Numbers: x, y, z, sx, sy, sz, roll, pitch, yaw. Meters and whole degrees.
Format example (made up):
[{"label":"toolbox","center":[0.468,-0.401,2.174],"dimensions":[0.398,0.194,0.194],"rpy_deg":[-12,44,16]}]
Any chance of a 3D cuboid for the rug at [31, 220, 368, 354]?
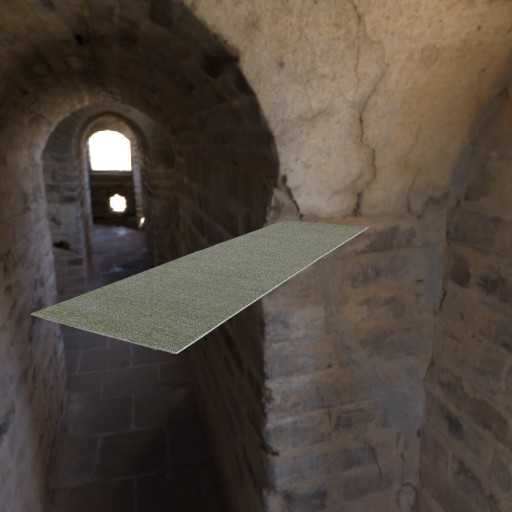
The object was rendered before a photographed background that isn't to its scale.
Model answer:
[{"label":"rug","center":[0.000,0.000,2.506],"dimensions":[0.686,0.013,2.340],"rpy_deg":[8,16,27]}]
